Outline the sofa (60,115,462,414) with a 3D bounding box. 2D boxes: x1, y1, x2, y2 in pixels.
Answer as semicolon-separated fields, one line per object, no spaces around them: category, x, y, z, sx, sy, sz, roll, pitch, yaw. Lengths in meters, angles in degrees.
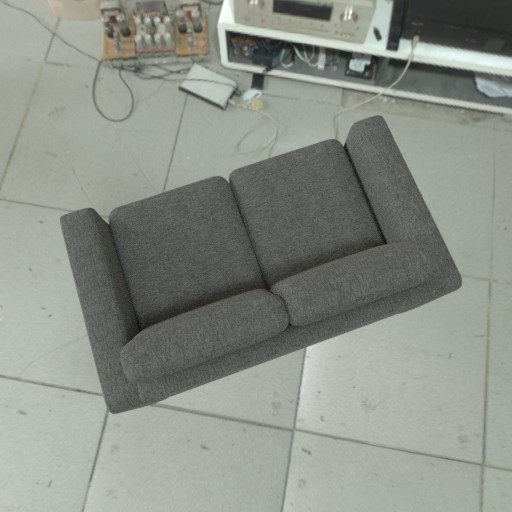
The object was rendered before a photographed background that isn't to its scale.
sofa;0.000;0.000;2.004;1.520;0.800;0.900;-19;75;-5
